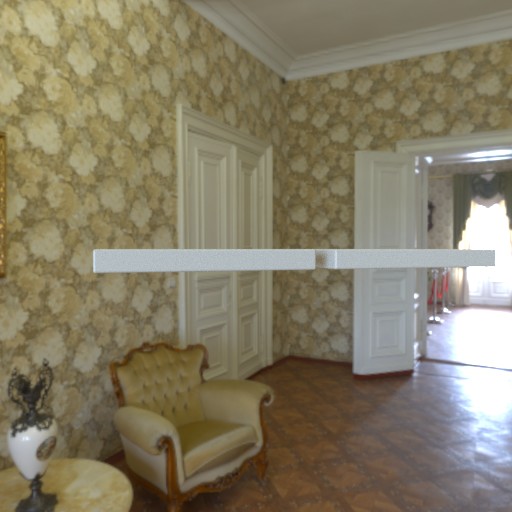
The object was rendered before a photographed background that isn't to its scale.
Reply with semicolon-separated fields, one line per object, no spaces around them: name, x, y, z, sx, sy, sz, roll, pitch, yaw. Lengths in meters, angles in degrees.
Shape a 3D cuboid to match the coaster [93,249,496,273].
coaster;0.000;0.000;0.321;0.214;0.010;0.219;0;1;-18
